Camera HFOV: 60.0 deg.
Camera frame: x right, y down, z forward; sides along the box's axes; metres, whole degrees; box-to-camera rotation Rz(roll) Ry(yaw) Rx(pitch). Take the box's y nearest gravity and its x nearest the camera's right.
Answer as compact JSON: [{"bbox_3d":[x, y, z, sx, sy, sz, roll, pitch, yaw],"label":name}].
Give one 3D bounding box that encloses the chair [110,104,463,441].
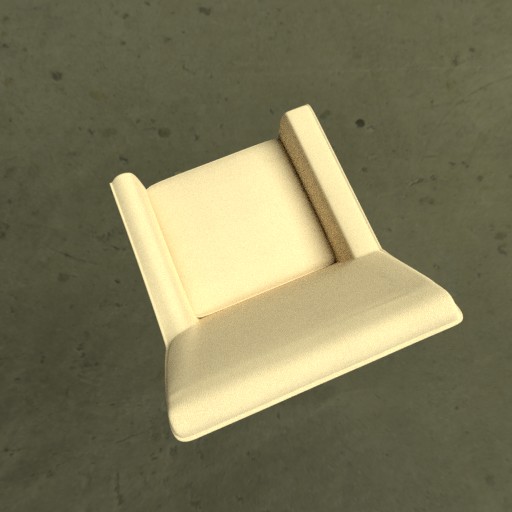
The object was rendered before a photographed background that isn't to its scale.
[{"bbox_3d":[0.000,0.000,1.587,0.780,0.919,0.899,-22,78,-5],"label":"chair"}]
